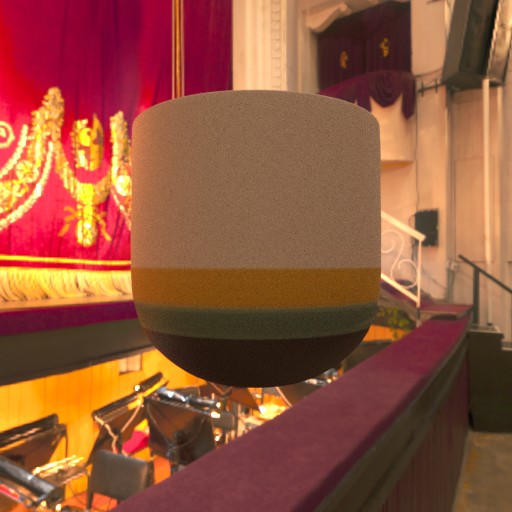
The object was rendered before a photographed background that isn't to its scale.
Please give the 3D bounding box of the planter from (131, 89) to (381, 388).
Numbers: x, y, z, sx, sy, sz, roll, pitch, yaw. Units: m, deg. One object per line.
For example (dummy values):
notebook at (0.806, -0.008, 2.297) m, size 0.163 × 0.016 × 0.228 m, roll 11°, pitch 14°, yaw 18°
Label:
planter at (0.000, 0.000, 0.493) m, size 0.268 × 0.270 × 0.268 m, roll 0°, pitch -1°, yaw 0°
